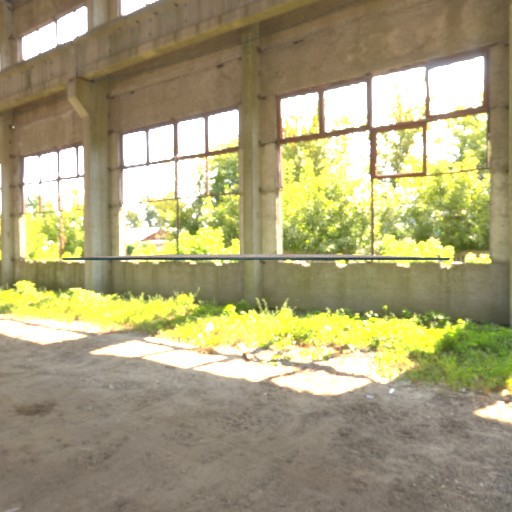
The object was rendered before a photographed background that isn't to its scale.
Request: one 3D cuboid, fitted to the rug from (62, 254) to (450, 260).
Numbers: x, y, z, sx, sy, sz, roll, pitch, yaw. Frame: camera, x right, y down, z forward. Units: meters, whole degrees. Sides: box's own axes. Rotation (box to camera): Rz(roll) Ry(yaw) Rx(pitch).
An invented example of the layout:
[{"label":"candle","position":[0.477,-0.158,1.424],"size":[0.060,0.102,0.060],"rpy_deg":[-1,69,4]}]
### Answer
[{"label":"rug","position":[0.000,0.000,2.302],"size":[1.221,0.009,1.825],"rpy_deg":[0,1,0]}]
